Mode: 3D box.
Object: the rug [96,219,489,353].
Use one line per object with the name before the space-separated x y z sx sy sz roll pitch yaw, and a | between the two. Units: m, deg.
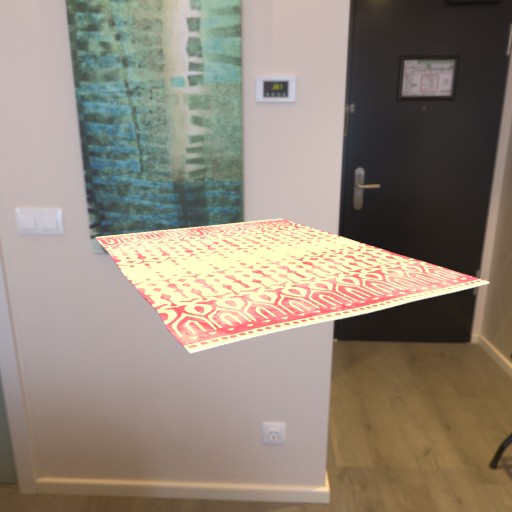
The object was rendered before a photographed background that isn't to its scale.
rug | 0.000 0.000 4.154 2.441 0.016 3.095 -8 17 -27
